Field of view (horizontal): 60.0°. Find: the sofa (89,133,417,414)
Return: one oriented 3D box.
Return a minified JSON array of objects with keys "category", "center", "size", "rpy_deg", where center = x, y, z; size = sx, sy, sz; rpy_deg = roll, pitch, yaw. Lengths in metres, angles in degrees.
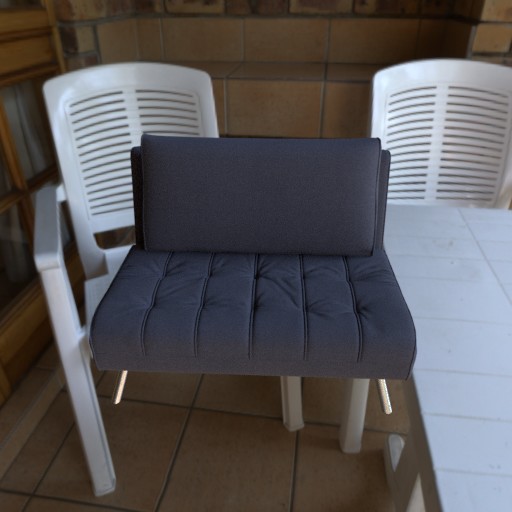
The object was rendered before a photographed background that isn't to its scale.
[{"category":"sofa","center":[0.000,0.000,1.927],"size":[1.220,0.910,0.910],"rpy_deg":[1,32,2]}]
